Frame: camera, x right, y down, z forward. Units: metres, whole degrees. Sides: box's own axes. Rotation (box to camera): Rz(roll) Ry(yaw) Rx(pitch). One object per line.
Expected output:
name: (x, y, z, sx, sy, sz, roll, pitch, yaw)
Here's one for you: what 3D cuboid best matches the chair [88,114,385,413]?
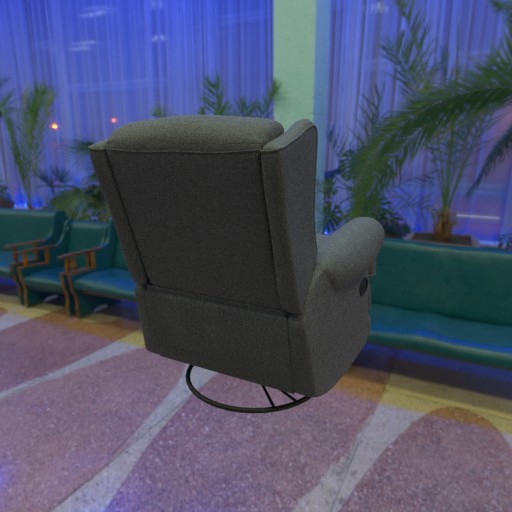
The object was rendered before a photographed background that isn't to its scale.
chair: (0.000, 0.000, 1.725, 0.847, 1.011, 0.969, 8, 16, 27)
